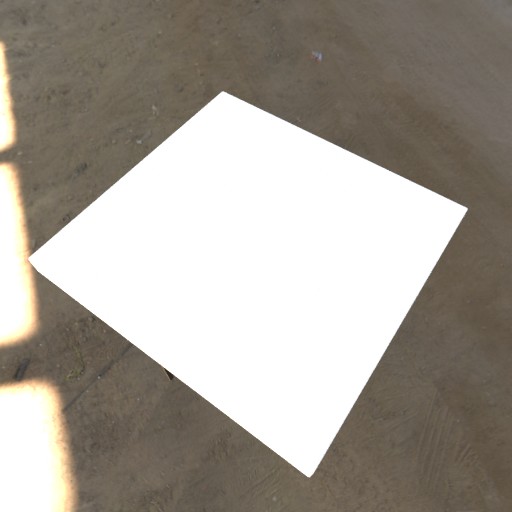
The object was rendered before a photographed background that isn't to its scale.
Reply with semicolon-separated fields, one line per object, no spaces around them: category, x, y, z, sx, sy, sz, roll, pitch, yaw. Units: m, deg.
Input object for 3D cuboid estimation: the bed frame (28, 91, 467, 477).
bed frame;0.000;0.000;3.031;2.032;0.559;1.930;31;63;18
